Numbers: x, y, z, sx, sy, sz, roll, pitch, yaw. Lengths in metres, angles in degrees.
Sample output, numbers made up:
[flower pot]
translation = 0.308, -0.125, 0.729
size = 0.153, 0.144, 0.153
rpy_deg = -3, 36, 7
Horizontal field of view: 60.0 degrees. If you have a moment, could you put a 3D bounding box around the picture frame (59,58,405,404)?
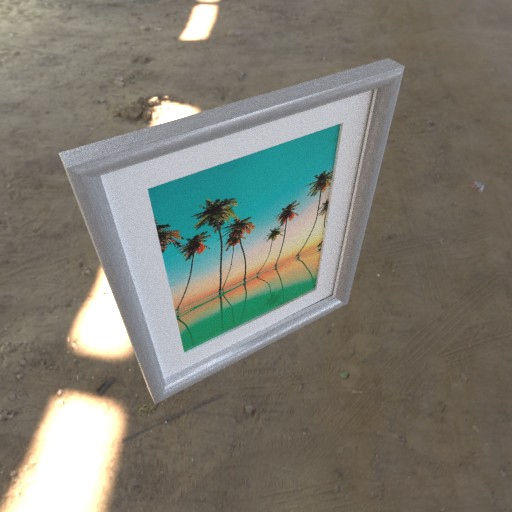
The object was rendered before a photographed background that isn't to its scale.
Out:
[picture frame]
translation = 0.000, 0.000, 0.518
size = 0.327, 0.378, 0.027
rpy_deg = -23, 51, -21
